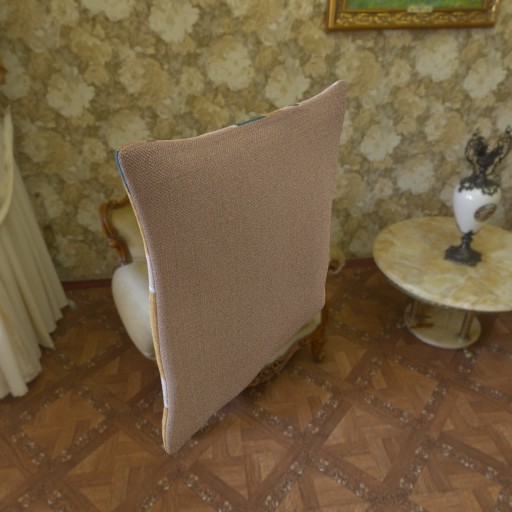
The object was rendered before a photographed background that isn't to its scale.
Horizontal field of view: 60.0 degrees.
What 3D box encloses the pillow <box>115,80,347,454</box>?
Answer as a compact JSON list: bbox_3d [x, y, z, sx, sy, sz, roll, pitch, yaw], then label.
[{"bbox_3d":[0.000,0.000,0.716,0.158,0.479,0.478,21,37,31],"label":"pillow"}]
